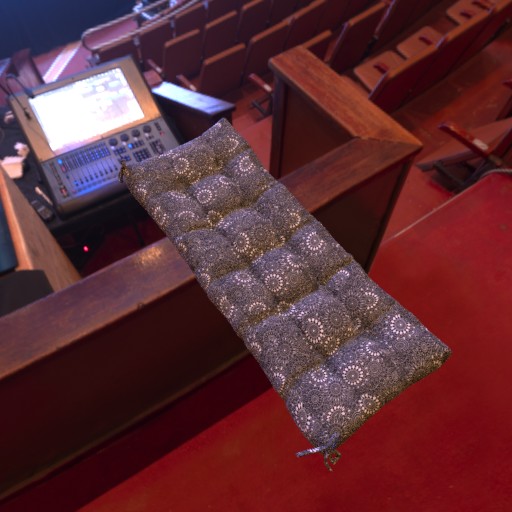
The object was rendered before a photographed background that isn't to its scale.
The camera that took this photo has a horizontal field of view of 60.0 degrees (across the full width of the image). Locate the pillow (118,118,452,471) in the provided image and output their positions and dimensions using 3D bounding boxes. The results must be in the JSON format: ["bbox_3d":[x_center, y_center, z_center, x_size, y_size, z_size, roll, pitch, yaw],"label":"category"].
[{"bbox_3d":[0.000,0.000,1.371,0.511,0.174,1.194,-31,63,-18],"label":"pillow"}]
